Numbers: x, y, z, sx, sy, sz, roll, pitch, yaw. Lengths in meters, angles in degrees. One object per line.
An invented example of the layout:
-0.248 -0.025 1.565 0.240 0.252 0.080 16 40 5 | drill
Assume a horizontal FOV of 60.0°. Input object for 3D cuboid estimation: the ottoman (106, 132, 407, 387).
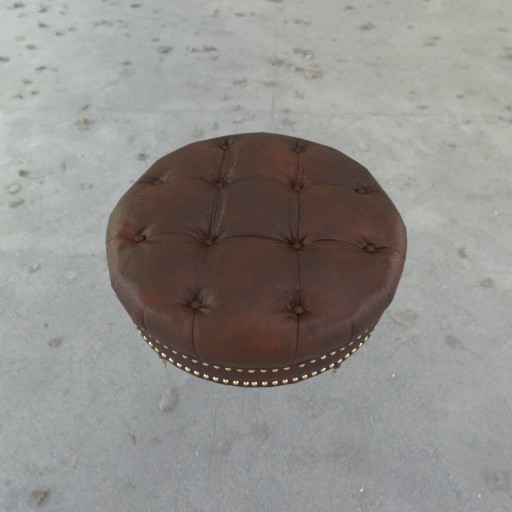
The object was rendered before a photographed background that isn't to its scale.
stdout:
0.000 0.000 1.418 0.901 0.455 0.901 0 48 0 | ottoman
